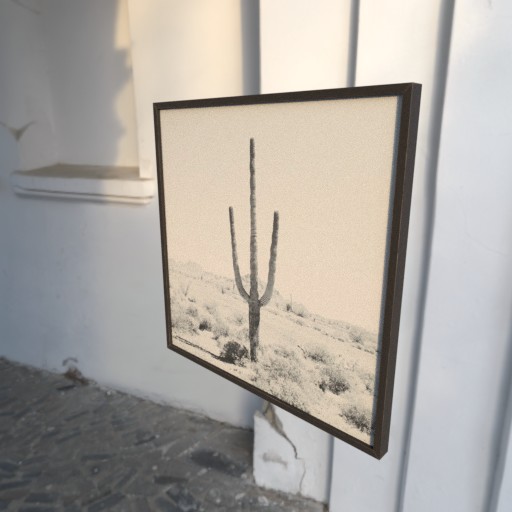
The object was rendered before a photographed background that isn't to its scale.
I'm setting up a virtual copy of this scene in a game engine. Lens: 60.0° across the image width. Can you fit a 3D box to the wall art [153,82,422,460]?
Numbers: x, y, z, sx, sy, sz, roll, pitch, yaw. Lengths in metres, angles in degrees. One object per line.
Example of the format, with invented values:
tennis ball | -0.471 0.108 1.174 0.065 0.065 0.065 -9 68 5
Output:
wall art | 0.000 0.000 1.116 0.762 0.762 0.038 14 21 41
